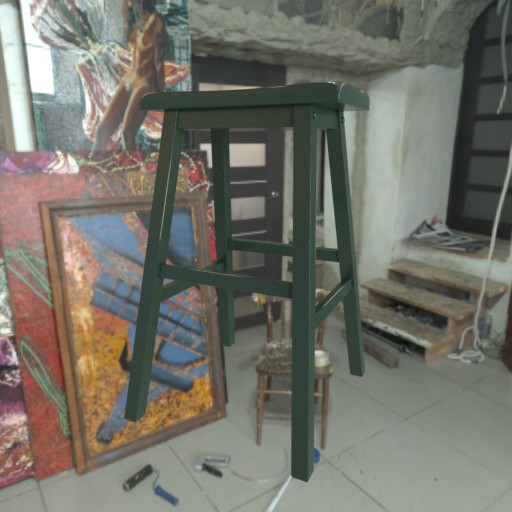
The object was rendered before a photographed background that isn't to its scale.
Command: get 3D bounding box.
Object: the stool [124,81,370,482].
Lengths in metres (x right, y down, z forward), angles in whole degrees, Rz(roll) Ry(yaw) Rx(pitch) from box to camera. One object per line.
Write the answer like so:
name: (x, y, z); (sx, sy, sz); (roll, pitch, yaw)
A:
stool: (0.000, 0.000, 1.062); (0.457, 0.737, 0.476); (7, 16, 26)
